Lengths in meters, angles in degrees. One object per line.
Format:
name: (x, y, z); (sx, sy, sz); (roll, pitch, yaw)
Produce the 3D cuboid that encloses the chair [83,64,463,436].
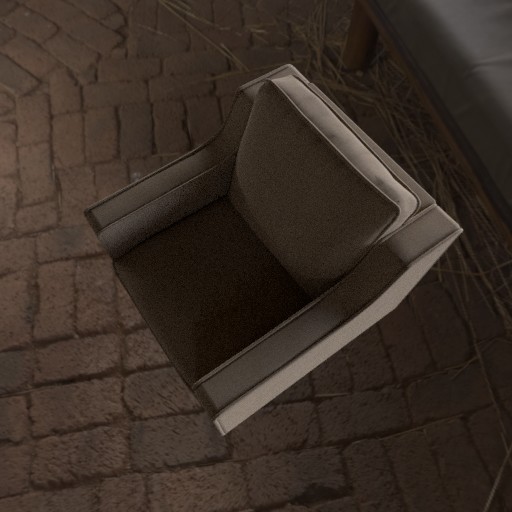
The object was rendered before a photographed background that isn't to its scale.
chair: (0.000, 0.000, 1.622); (0.909, 0.960, 0.831); (-32, 68, -15)
